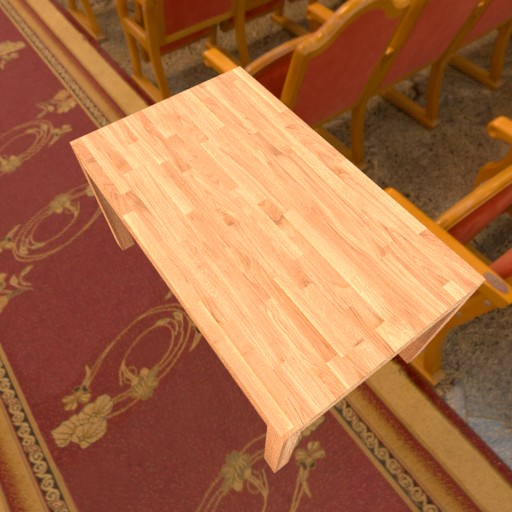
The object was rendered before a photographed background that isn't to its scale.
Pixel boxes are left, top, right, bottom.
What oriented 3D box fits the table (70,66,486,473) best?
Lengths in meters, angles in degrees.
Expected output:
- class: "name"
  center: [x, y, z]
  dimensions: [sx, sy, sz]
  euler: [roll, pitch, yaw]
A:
- class: "table"
  center: [0.000, 0.000, 2.061]
  dimensions: [0.900, 0.770, 1.500]
  euler: [-32, 63, -18]
